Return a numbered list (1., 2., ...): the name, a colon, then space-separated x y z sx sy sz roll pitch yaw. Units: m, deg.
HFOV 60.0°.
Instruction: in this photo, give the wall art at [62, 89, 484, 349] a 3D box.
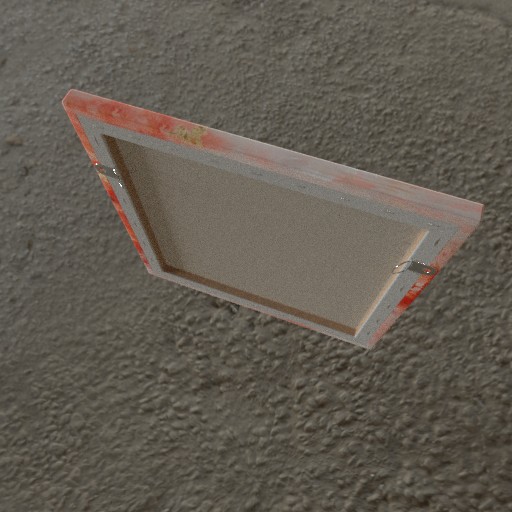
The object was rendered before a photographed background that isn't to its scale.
1. wall art: 0.000 0.000 1.076 0.747 0.746 0.064 18 65 9
